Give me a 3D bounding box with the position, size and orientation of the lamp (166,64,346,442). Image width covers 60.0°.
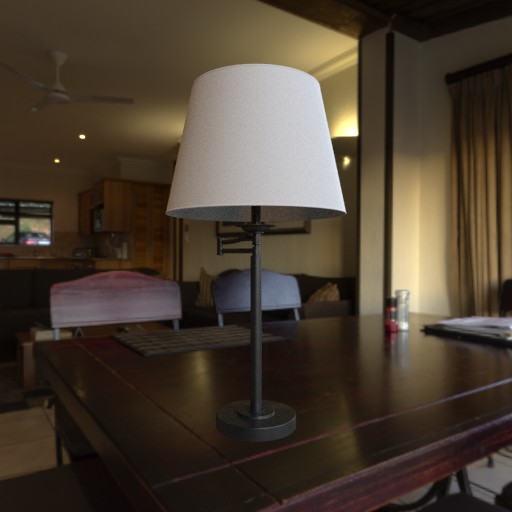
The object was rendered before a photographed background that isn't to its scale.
[{"bbox_3d":[0.000,0.000,0.909,0.363,0.696,0.363,0,0,0],"label":"lamp"}]
